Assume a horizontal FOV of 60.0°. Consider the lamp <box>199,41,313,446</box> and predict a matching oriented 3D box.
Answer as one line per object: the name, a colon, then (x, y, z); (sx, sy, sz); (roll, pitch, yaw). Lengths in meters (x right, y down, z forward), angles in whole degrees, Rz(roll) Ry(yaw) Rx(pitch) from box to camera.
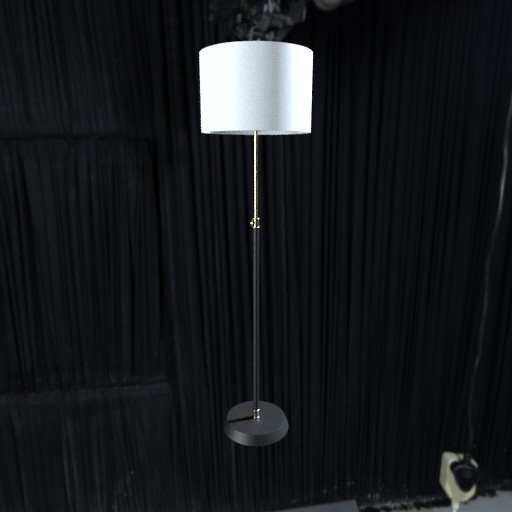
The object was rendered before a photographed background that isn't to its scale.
lamp: (0.000, 0.000, 1.761); (0.404, 1.517, 0.404); (-2, 13, -9)
